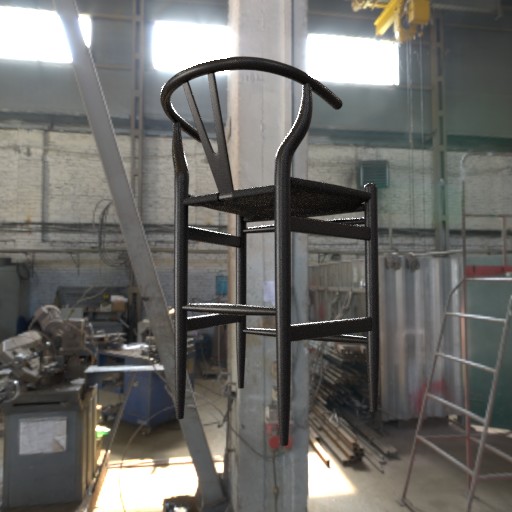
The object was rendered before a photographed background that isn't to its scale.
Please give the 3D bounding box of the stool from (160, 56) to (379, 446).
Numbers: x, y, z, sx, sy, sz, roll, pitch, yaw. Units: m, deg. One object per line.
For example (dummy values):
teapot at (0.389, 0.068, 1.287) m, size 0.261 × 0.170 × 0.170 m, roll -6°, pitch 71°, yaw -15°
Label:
stool at (0.000, 0.000, 1.354) m, size 0.569 × 0.970 × 0.579 m, roll -2°, pitch -4°, yaw 36°
